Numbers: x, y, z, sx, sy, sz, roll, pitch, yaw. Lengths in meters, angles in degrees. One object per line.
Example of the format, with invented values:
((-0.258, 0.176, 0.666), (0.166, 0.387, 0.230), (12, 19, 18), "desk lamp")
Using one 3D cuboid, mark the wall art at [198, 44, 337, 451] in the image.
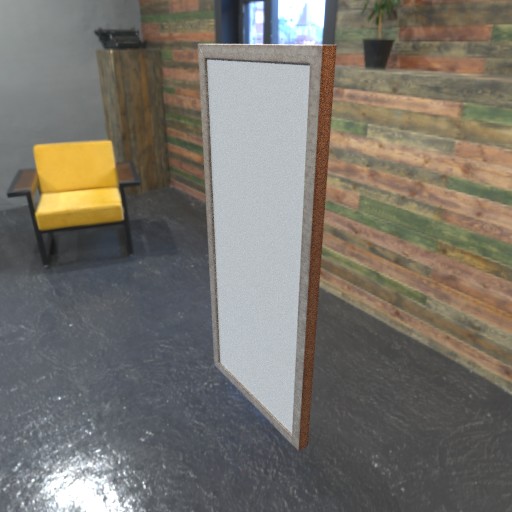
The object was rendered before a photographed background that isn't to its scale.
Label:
((0.000, 0.000, 1.695), (0.051, 1.461, 0.648), (-18, 31, -32), "wall art")
